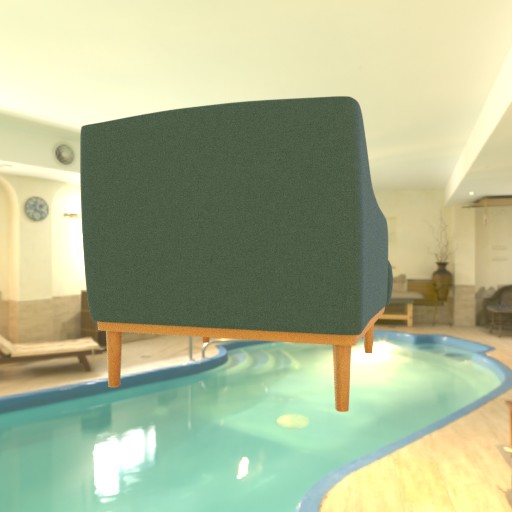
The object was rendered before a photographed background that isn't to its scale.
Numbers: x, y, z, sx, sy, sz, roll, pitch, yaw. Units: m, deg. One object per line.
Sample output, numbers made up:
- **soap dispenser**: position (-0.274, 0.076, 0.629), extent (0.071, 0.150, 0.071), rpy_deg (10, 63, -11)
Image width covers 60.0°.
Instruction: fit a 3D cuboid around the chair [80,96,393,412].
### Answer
- **chair**: position (0.000, 0.000, 1.623), extent (0.946, 0.818, 0.951), rpy_deg (0, 0, 18)
